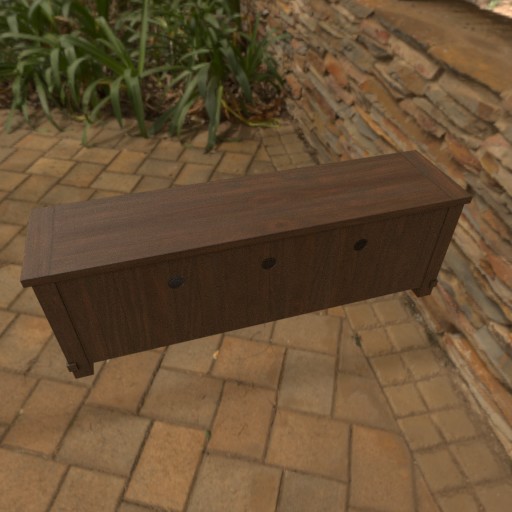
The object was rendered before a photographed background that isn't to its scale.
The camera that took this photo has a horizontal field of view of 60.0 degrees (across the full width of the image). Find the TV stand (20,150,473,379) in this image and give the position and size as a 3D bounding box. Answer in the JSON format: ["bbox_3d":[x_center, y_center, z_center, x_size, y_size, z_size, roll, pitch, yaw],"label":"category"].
[{"bbox_3d":[0.000,0.000,2.121,1.866,0.615,0.471,-11,42,-13],"label":"TV stand"}]
